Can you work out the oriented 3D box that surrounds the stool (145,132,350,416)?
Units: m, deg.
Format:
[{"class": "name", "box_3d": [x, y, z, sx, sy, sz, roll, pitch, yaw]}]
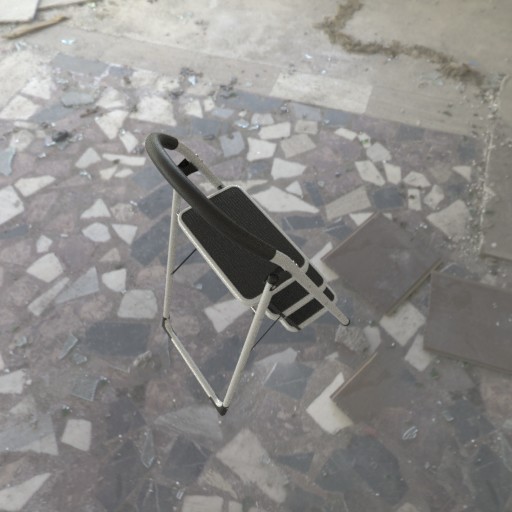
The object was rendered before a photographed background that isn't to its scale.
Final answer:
[{"class": "stool", "box_3d": [0.000, 0.000, 1.465, 0.676, 1.109, 0.485, -32, 63, -18]}]
